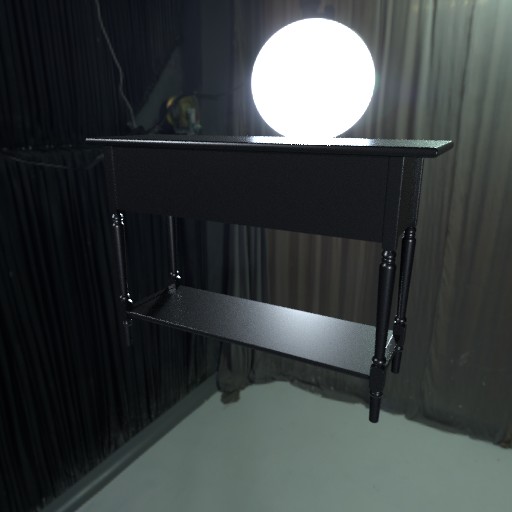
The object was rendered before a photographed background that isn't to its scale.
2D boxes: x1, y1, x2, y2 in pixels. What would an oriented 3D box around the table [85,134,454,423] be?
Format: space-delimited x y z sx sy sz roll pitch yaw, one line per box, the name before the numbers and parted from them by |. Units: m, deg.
table | 0.000 0.000 1.605 1.191 0.819 0.386 9 19 27
